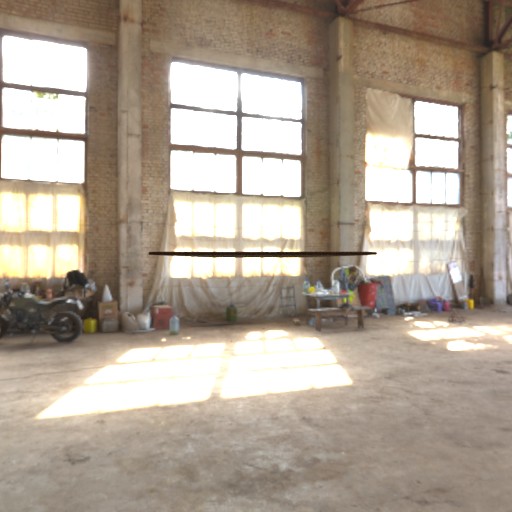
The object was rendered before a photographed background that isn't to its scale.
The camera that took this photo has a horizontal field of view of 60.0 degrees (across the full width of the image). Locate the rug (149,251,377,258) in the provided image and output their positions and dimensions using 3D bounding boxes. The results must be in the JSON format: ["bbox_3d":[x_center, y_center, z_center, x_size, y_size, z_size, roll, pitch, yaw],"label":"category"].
[{"bbox_3d":[0.000,0.000,2.695,0.769,0.012,2.448,0,0,-1],"label":"rug"}]
